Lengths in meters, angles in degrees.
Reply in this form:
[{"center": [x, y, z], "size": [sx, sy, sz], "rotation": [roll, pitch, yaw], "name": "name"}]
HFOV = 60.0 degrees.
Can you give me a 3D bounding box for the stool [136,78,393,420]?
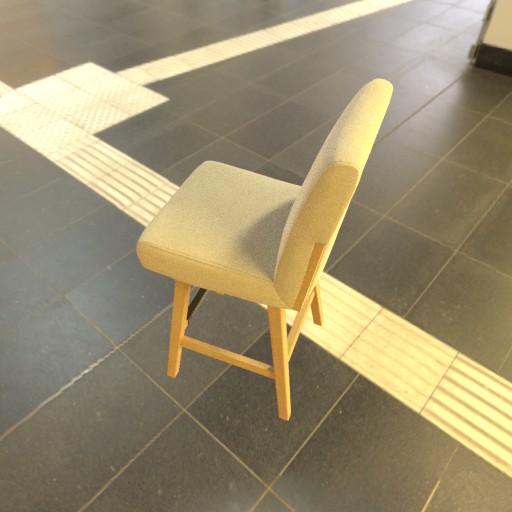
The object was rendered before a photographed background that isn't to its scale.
[{"center": [0.000, 0.000, 1.324], "size": [0.543, 1.015, 0.446], "rotation": [16, 48, 15], "name": "stool"}]
